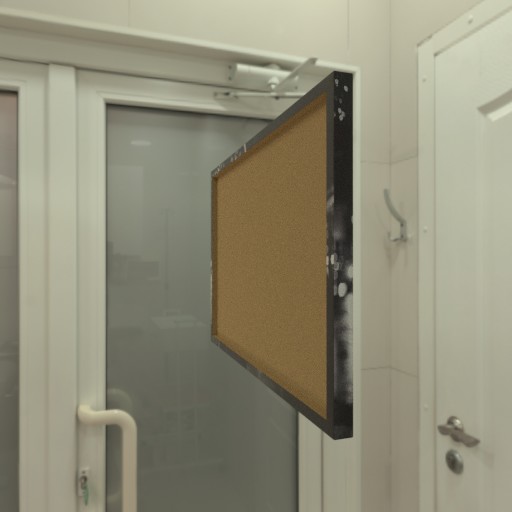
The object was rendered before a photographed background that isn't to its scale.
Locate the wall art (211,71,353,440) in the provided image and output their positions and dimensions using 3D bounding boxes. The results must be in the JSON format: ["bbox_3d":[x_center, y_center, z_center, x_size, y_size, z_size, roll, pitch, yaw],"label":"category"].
[{"bbox_3d":[0.000,0.000,1.167,0.038,0.609,0.914,0,0,-19],"label":"wall art"}]
